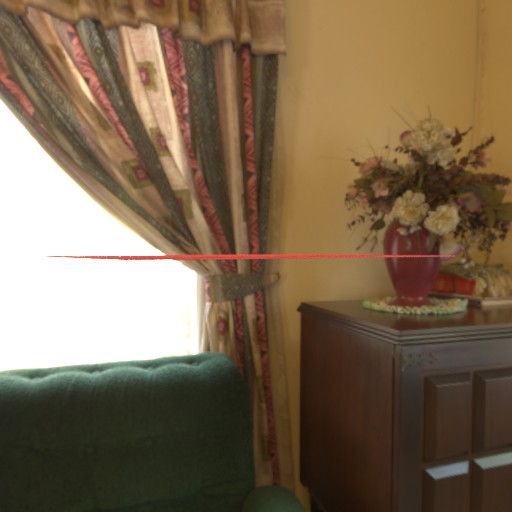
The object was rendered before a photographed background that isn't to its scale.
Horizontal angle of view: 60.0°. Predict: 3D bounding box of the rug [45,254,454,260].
[{"bbox_3d":[0.000,0.000,3.094,2.423,0.010,1.534,0,1,-36],"label":"rug"}]
